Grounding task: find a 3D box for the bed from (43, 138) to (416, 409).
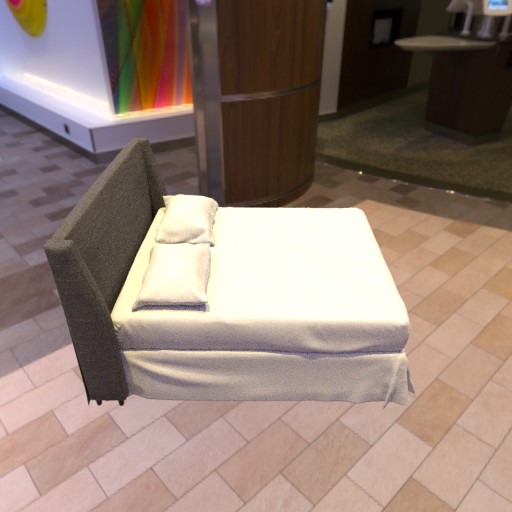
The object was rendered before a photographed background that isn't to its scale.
[{"bbox_3d":[0.000,0.000,3.489,2.276,1.332,1.925,0,32,1],"label":"bed"}]
